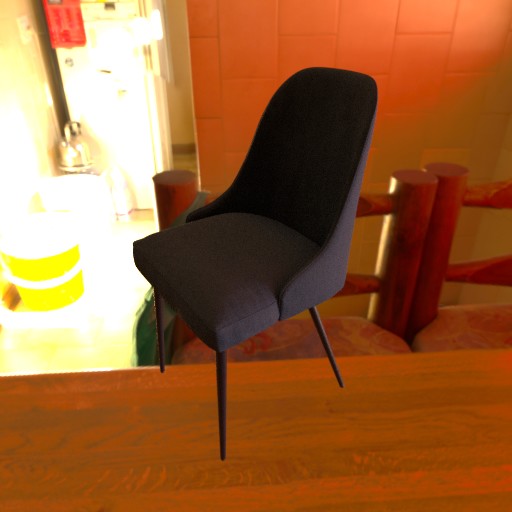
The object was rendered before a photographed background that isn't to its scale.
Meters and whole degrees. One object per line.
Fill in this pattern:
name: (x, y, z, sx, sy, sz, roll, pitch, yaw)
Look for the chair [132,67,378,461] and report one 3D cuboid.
chair: (0.000, 0.000, 1.203, 0.559, 0.896, 0.478, -19, 36, -29)
